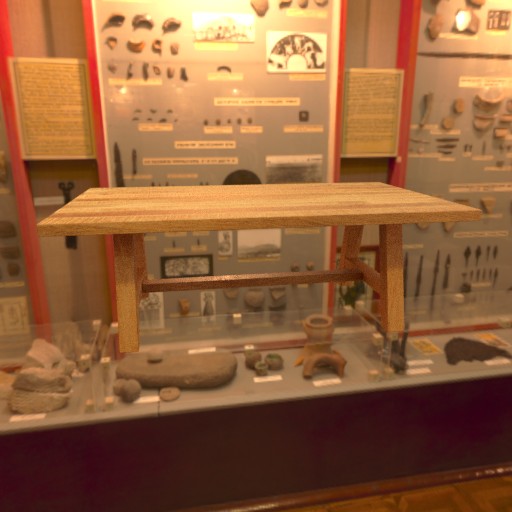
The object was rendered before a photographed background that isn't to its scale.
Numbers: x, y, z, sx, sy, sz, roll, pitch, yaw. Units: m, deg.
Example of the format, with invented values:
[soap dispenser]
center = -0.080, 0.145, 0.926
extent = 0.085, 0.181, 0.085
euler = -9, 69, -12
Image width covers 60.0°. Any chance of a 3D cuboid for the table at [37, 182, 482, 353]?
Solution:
[table]
center = 0.000, 0.000, 1.715
extent = 1.320, 0.455, 0.760
euler = -3, 16, -9
